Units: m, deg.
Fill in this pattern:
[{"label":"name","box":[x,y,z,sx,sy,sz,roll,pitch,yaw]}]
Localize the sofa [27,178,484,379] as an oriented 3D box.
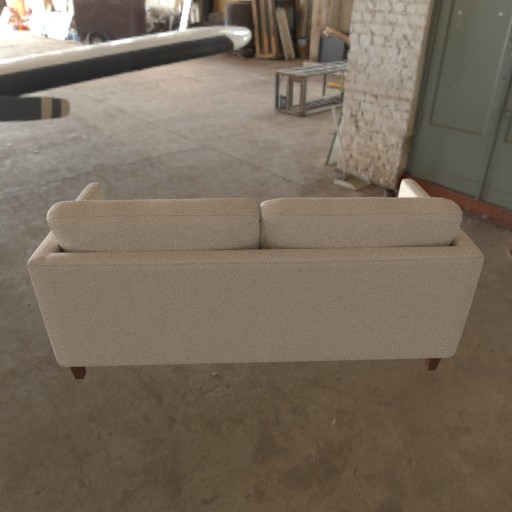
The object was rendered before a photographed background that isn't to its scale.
[{"label":"sofa","box":[0.000,0.000,2.410,1.981,0.889,0.965,-1,31,-2]}]
